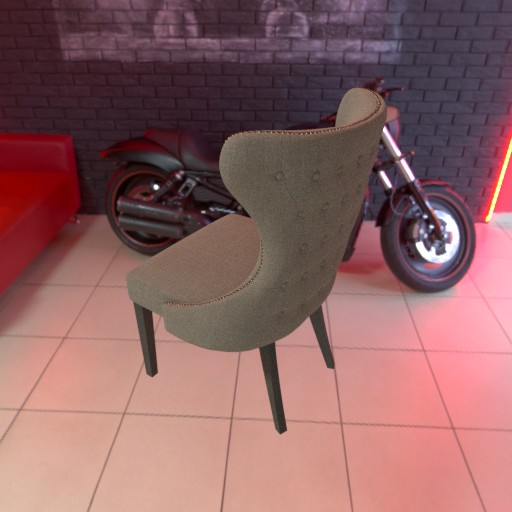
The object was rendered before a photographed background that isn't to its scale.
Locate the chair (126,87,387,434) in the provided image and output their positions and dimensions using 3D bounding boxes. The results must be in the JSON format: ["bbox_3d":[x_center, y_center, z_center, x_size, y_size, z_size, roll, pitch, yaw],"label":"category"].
[{"bbox_3d":[0.000,0.000,1.389,0.635,0.967,0.628,20,37,30],"label":"chair"}]
